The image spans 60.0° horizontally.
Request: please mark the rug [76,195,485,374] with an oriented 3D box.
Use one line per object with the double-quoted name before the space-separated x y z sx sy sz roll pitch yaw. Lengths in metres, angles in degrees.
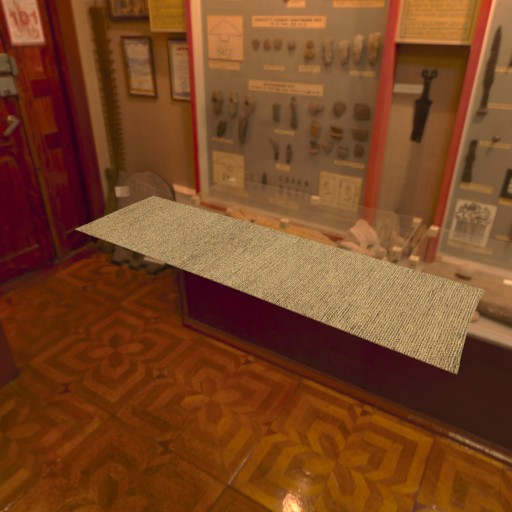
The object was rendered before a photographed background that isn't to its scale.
"rug" 0.000 0.000 2.538 2.335 0.013 0.697 18 34 29
